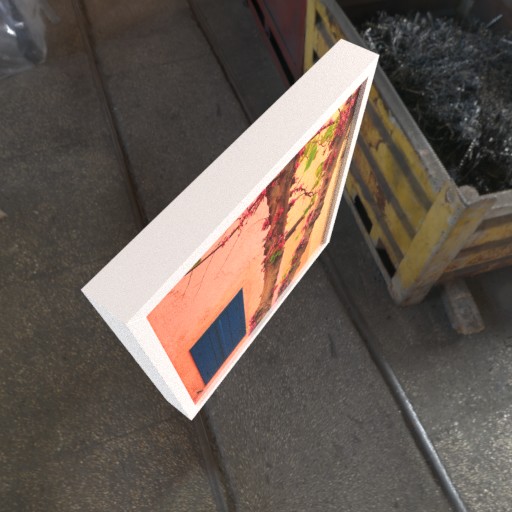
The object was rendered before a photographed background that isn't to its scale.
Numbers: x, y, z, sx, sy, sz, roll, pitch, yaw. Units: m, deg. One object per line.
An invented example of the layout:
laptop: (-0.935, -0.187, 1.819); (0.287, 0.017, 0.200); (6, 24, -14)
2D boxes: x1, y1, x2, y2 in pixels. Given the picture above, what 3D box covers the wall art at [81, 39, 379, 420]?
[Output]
wall art: (0.000, 0.000, 0.454); (0.038, 0.302, 0.305); (32, 65, 17)
